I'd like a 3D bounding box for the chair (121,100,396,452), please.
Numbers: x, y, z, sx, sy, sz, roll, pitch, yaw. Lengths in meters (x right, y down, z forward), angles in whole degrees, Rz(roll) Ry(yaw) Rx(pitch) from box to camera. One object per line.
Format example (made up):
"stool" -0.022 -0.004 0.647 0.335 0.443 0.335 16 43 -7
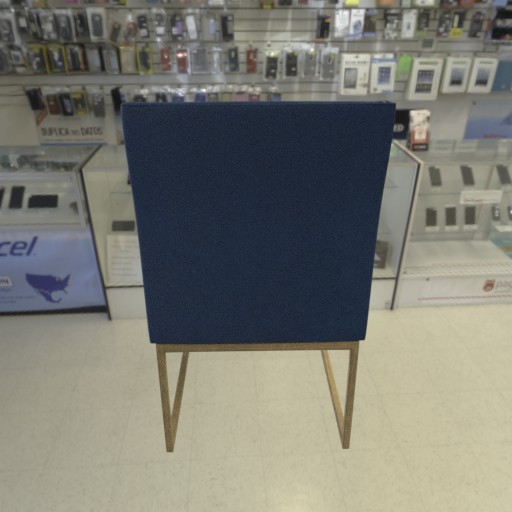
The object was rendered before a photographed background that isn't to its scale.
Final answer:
"chair" 0.000 0.000 1.165 0.508 0.863 0.522 -1 29 -1
